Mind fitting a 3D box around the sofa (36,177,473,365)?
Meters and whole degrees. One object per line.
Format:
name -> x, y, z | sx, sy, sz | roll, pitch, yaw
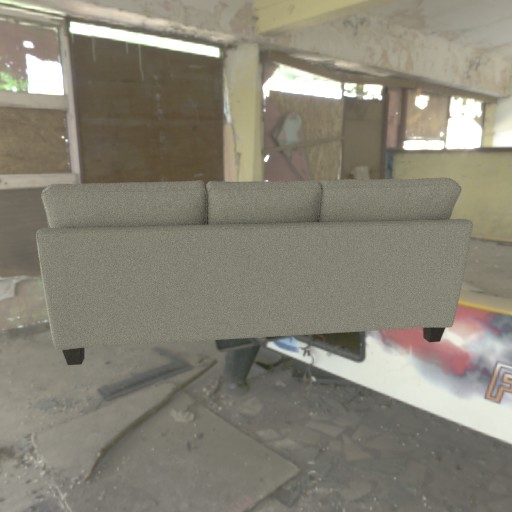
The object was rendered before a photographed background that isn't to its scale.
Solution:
sofa -> 0.000, 0.000, 2.826 | 2.323, 0.997, 1.016 | -2, 13, -8
